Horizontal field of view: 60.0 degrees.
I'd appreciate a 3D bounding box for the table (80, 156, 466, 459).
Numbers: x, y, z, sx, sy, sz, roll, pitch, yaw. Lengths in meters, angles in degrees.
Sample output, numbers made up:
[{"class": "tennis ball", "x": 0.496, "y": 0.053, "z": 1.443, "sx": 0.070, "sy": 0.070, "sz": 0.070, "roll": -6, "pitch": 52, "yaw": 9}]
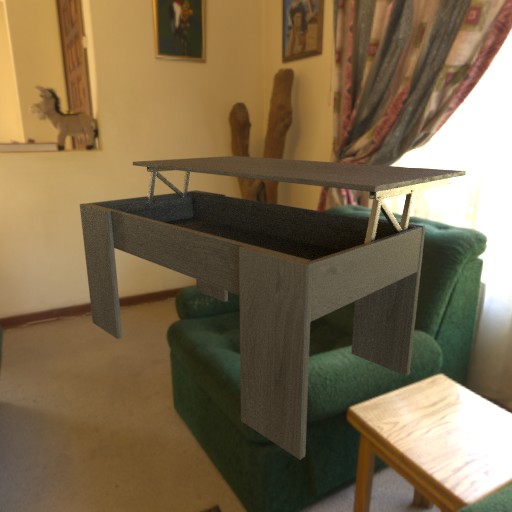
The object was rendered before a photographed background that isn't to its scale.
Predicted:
[{"class": "table", "x": 0.000, "y": 0.000, "z": 1.453, "sx": 0.711, "sy": 0.570, "sz": 1.000, "roll": -15, "pitch": 22, "yaw": -43}]
